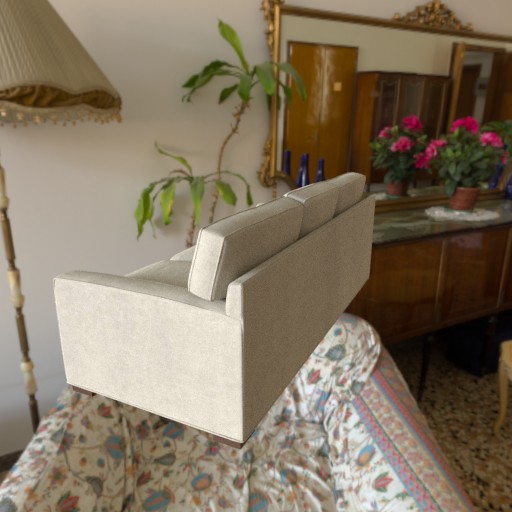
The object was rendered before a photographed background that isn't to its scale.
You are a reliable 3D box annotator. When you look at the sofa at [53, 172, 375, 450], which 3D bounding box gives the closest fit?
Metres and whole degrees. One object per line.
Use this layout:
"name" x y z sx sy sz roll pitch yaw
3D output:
"sofa" 0.000 0.000 2.623 0.936 0.862 2.093 8 19 25
